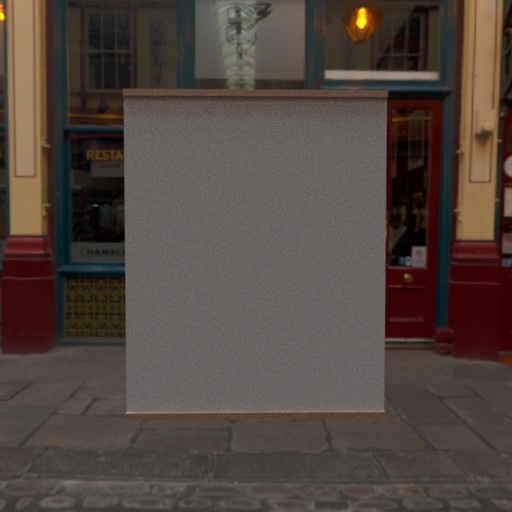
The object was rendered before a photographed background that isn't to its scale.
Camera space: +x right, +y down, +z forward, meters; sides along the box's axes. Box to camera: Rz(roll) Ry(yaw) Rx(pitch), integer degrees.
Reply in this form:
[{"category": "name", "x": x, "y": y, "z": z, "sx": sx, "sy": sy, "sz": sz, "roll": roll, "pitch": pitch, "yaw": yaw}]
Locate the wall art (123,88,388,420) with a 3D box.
[{"category": "wall art", "x": 0.000, "y": 0.000, "z": 0.689, "sx": 0.405, "sy": 0.508, "sz": 0.012, "roll": 0, "pitch": 2, "yaw": -1}]
